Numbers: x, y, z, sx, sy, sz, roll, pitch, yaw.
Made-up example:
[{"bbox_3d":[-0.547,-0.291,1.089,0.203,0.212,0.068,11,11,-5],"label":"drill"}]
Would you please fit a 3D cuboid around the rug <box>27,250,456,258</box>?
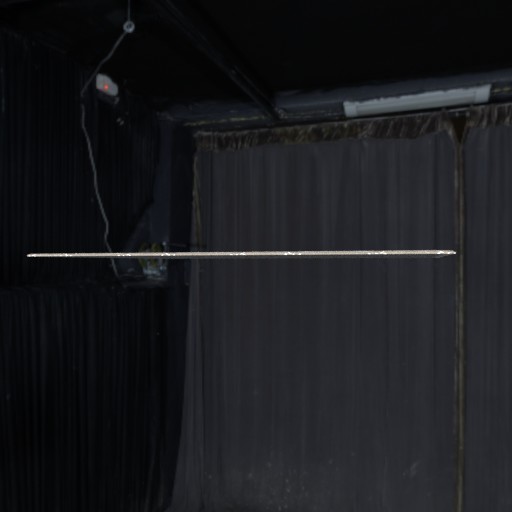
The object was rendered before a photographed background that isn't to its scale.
[{"bbox_3d":[0.000,0.000,2.342,1.836,0.012,1.239,0,-1,20],"label":"rug"}]
